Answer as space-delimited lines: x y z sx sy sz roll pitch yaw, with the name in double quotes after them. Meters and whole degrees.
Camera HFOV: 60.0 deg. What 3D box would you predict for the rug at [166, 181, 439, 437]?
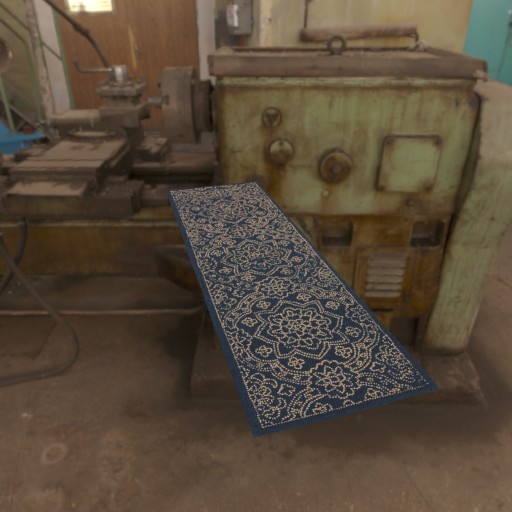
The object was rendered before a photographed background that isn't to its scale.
0.000 0.000 2.655 0.769 0.012 2.448 -9 31 -15 "rug"
